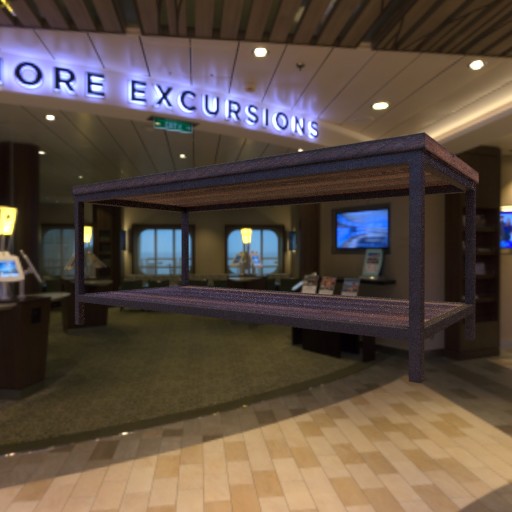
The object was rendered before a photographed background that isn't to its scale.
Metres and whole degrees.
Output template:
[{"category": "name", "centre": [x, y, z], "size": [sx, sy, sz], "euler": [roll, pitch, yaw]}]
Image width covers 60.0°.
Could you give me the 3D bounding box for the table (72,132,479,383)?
[{"category": "table", "centre": [0.000, 0.000, 1.173], "size": [0.990, 0.399, 0.452], "euler": [0, 1, 36]}]
